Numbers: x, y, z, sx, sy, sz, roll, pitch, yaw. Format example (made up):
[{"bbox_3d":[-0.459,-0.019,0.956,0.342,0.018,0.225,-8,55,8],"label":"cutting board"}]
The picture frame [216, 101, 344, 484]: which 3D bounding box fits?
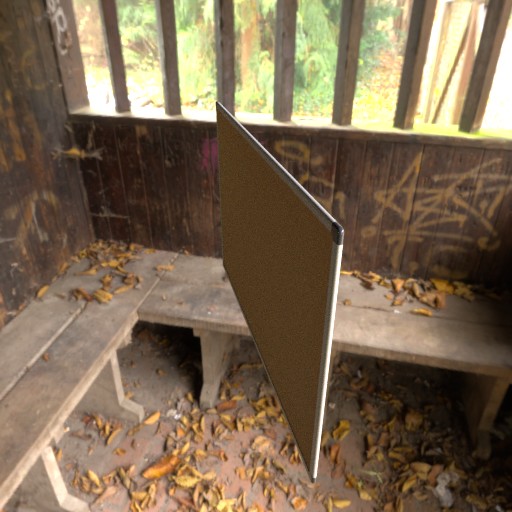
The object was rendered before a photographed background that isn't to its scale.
[{"bbox_3d":[0.000,0.000,1.146,0.010,0.600,0.900,-8,32,-13],"label":"picture frame"}]
